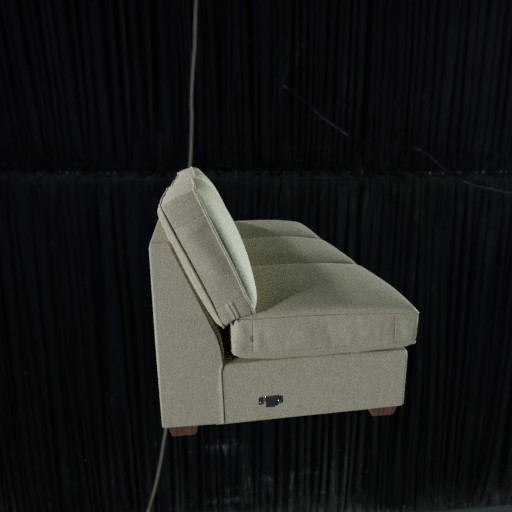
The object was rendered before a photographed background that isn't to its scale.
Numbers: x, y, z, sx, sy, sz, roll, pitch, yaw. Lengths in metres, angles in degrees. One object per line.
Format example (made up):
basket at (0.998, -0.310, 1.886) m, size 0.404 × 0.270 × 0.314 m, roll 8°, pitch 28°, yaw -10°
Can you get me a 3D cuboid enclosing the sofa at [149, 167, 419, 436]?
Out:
sofa at (0.000, 0.000, 2.547) m, size 1.027 × 0.973 × 1.962 m, roll -2°, pitch 14°, yaw -8°
